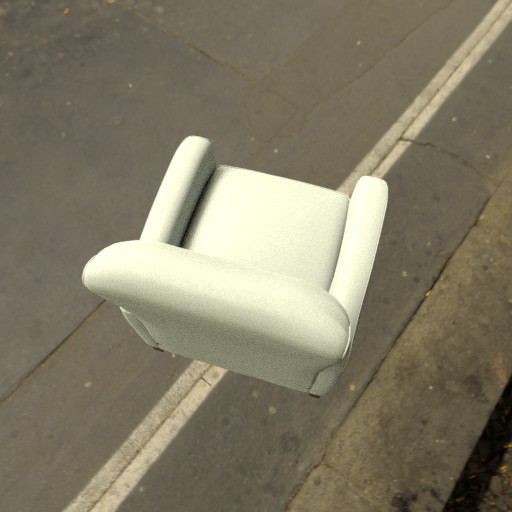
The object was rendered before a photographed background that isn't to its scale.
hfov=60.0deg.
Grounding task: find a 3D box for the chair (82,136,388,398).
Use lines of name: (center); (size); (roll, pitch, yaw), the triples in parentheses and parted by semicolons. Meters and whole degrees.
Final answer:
chair: (0.000, 0.000, 1.647); (0.853, 1.007, 0.846); (15, 64, 7)
